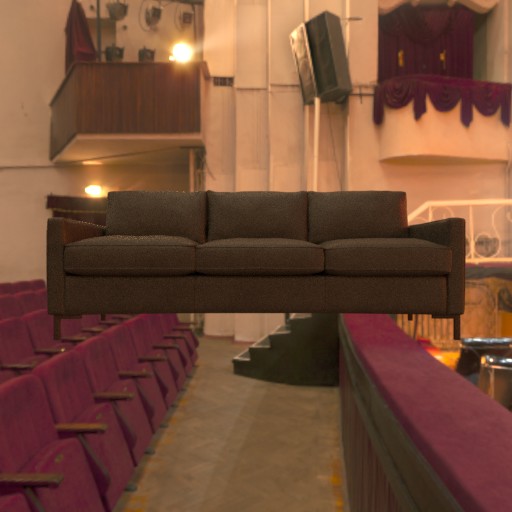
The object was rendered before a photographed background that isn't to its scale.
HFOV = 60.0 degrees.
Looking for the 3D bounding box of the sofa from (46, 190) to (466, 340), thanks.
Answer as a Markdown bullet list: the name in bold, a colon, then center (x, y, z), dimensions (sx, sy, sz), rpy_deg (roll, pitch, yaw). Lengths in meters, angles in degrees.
- **sofa**: center (0.000, 0.000, 2.420), dimensions (2.029, 0.805, 0.748), rpy_deg (0, 0, 0)
